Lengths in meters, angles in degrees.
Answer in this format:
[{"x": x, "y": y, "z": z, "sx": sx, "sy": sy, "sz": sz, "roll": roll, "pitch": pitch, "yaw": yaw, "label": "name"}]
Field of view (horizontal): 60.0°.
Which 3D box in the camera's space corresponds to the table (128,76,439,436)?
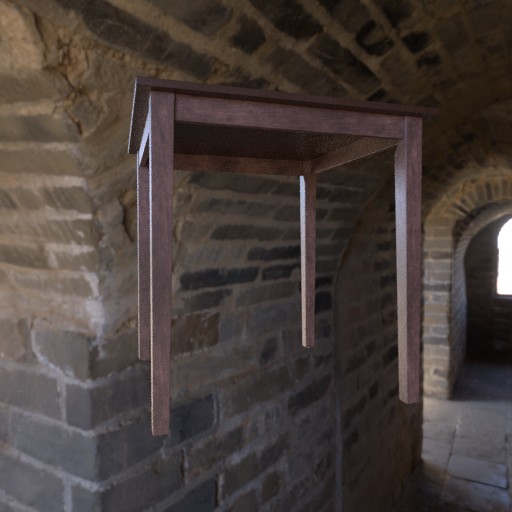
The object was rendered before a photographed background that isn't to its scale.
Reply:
[{"x": 0.000, "y": 0.000, "z": 1.391, "sx": 0.749, "sy": 0.770, "sz": 0.749, "roll": -1, "pitch": 2, "yaw": -17, "label": "table"}]
